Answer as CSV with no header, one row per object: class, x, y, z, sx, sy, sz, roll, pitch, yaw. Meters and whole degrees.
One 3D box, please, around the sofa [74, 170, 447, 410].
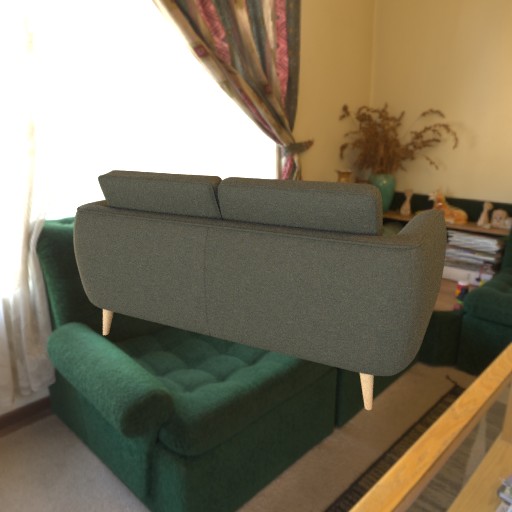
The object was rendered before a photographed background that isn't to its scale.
sofa,0.000,0.000,2.229,1.700,0.850,0.920,8,18,26
